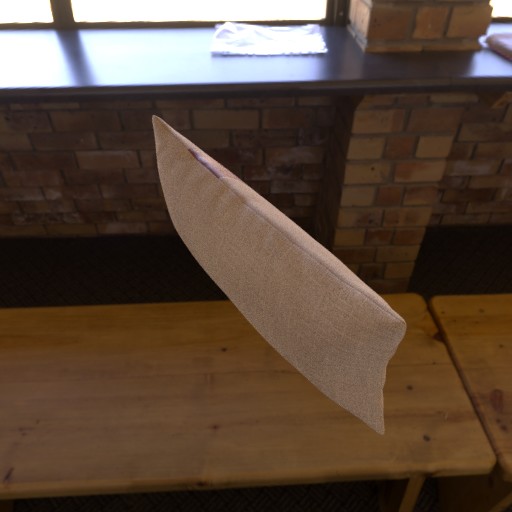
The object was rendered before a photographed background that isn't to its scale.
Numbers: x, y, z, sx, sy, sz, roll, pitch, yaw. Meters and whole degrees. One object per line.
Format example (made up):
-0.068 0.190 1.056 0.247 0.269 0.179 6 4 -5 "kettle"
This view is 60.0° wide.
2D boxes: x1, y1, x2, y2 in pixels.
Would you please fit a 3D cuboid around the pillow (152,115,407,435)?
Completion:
0.000 0.000 0.742 0.155 0.282 0.612 -24 47 -25 "pillow"
